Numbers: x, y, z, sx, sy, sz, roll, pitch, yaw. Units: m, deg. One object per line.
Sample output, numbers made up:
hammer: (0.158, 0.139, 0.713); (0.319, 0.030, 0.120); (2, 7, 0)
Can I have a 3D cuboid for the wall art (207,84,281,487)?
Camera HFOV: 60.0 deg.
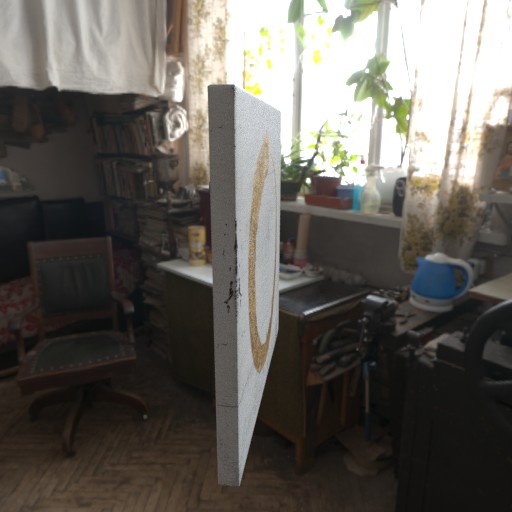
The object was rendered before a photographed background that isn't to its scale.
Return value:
wall art: (0.000, 0.000, 0.927); (0.040, 0.611, 0.610); (2, 15, 8)
